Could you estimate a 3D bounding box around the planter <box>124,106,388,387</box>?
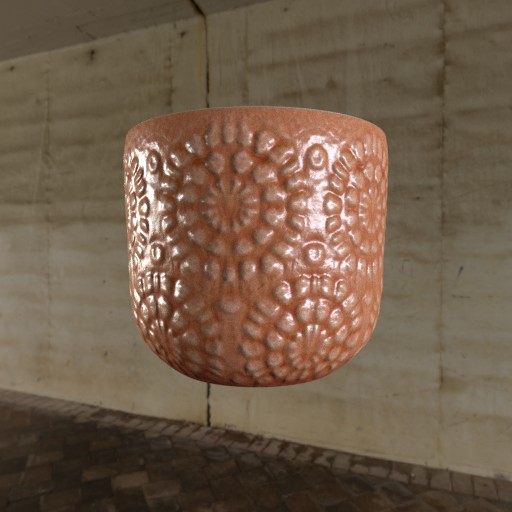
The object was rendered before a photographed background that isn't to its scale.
[{"bbox_3d":[0.000,0.000,0.218,0.124,0.109,0.124,0,1,0],"label":"planter"}]
